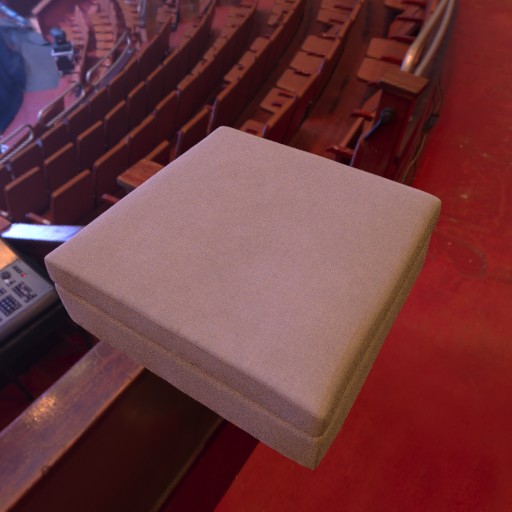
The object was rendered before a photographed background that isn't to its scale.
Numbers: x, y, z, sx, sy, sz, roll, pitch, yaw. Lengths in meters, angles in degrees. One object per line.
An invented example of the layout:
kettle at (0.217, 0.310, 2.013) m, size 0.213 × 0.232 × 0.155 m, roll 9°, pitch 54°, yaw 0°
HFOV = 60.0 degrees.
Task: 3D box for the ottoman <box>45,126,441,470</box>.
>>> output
ottoman at (0.000, 0.000, 1.852) m, size 1.203 × 0.517 × 1.171 m, roll 24°, pitch 51°, yaw 22°
